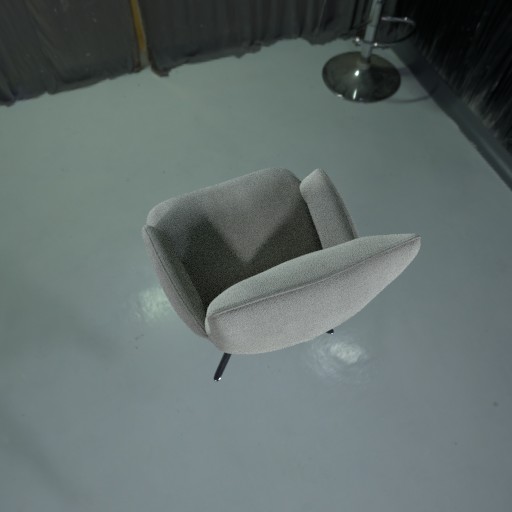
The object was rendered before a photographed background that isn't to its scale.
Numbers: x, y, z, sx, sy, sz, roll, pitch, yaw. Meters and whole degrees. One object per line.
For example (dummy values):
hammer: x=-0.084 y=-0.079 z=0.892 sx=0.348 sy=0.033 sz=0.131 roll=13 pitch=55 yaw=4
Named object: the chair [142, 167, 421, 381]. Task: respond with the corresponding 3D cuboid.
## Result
chair: x=0.000 y=0.000 z=1.604 sx=0.711 sy=1.016 sz=0.889 roll=-20 pitch=61 yaw=-11
